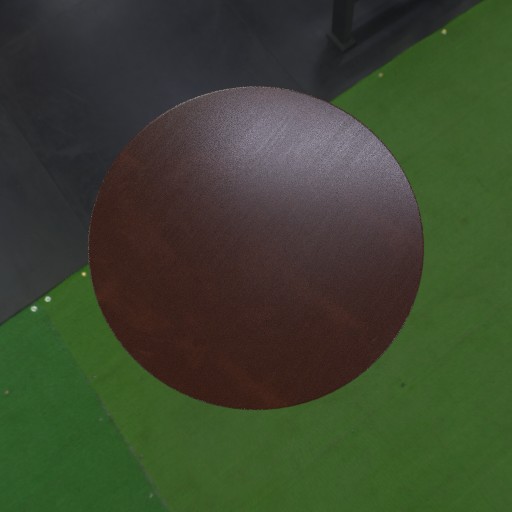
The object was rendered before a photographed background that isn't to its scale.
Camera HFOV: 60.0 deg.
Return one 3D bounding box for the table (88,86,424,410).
[{"bbox_3d":[0.000,0.000,1.451,0.911,0.512,0.911,0,76,0],"label":"table"}]
